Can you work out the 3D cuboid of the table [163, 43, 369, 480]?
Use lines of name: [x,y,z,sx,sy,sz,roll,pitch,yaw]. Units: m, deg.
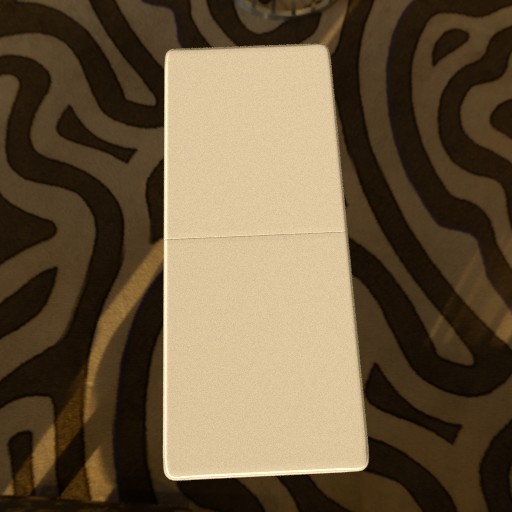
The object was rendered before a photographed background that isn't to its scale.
table: [0.000,0.000,2.180,0.761,0.719,1.829,-2,76,-1]
